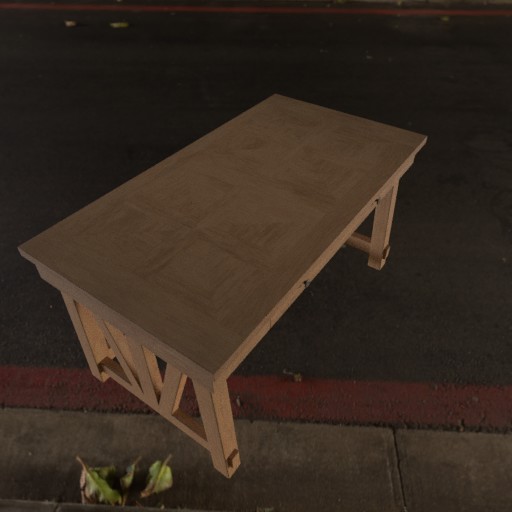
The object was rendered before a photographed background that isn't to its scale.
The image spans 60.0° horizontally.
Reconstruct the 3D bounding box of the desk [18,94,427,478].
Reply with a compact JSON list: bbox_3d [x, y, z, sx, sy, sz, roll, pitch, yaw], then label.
[{"bbox_3d":[0.000,0.000,1.955,0.813,0.762,1.499,26,48,25],"label":"desk"}]
